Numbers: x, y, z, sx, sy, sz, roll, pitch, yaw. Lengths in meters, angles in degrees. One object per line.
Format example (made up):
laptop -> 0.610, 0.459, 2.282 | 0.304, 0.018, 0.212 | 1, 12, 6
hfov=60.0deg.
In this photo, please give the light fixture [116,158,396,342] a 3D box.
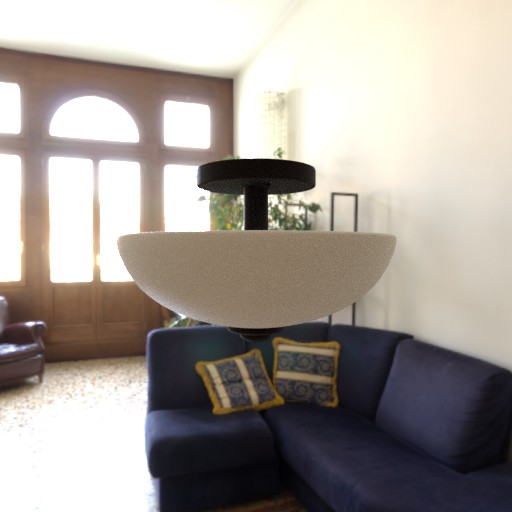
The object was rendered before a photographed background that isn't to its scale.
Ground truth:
light fixture -> 0.000, 0.000, 0.548 | 0.331, 0.212, 0.331 | 0, 1, 0
